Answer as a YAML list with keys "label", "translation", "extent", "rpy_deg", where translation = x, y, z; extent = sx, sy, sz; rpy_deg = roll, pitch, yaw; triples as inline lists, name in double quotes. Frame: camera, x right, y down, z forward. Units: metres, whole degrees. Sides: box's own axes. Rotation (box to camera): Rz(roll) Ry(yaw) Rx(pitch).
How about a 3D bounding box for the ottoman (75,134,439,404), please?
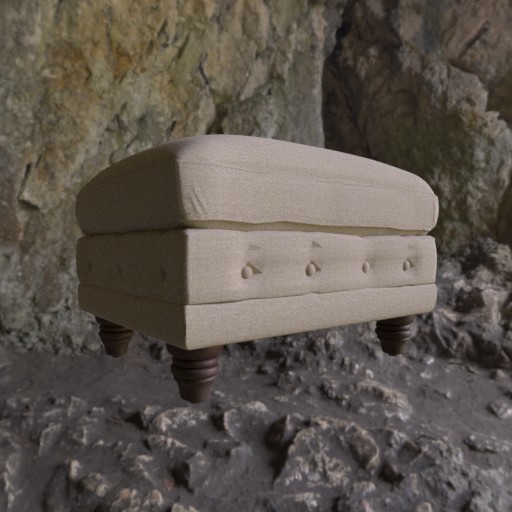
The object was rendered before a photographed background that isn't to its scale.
- label: "ottoman"
  translation: [0.000, 0.000, 1.024]
  extent: [0.684, 0.463, 0.541]
  rpy_deg: [-1, 1, -37]
